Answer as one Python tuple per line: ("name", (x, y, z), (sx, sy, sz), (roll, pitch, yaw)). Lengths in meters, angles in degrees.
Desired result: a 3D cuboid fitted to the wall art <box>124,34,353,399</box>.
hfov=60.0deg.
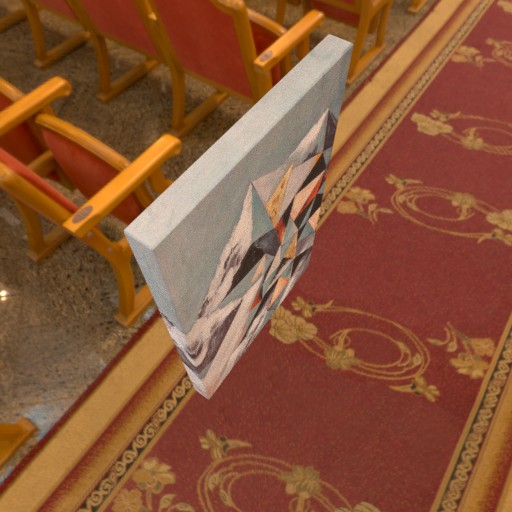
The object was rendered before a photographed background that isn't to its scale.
("wall art", (0.000, 0.000, 1.173), (0.061, 0.911, 0.609), (31, 64, 17))
